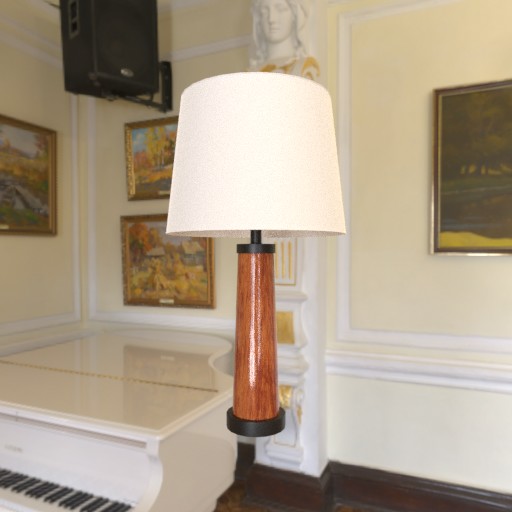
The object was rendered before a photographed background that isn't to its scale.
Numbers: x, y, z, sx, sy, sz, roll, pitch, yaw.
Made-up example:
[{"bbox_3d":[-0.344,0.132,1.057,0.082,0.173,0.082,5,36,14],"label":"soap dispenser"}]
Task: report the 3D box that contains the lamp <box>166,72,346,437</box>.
[{"bbox_3d":[0.000,0.000,0.872,0.349,0.667,0.349,0,0,0],"label":"lamp"}]
